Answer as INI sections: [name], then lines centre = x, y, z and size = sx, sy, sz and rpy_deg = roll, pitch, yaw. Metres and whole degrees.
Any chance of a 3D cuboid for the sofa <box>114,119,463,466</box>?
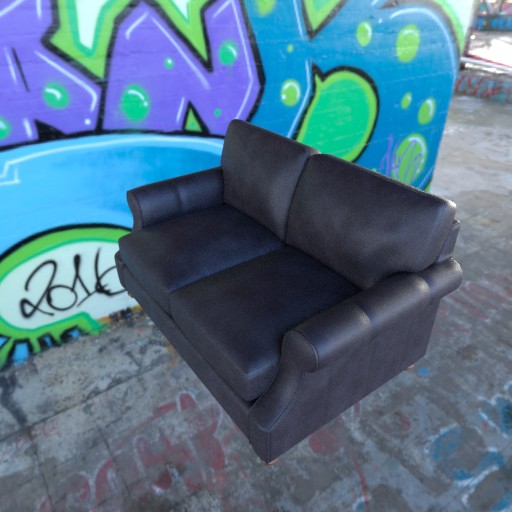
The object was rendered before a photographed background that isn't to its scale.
[sofa]
centre = 0.000, 0.000, 2.287
size = 1.030, 0.979, 1.663
rpy_deg = -21, 38, -30
